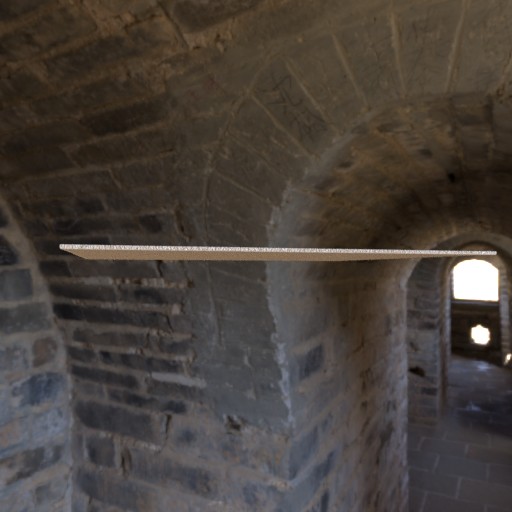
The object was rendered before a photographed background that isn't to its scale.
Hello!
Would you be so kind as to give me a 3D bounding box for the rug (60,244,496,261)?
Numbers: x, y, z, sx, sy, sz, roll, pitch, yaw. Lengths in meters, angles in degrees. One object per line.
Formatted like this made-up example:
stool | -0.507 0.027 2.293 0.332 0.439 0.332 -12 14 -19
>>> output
rug | 0.000 0.000 3.990 3.000 0.026 2.400 1 -2 -18
